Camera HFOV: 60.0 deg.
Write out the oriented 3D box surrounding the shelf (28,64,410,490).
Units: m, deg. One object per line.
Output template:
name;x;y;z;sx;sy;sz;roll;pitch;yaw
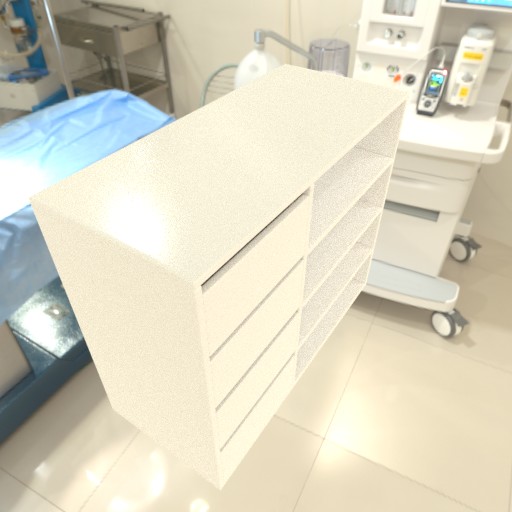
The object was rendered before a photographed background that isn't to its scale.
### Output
shelf;0.000;0.000;1.240;0.396;0.732;0.895;24;47;25
